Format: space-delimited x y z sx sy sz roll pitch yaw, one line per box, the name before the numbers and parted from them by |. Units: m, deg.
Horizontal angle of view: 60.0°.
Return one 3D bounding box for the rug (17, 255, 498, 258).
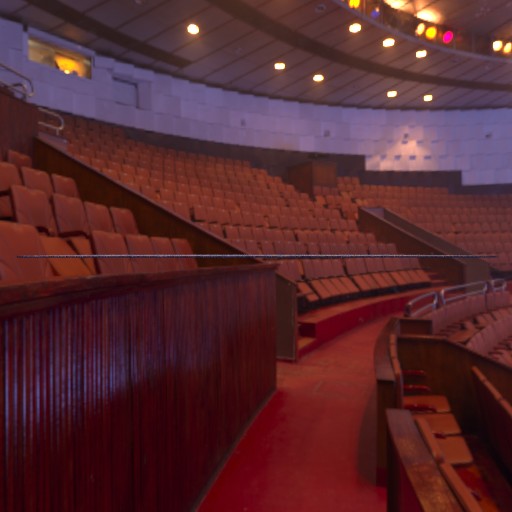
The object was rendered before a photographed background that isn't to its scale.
rug | 0.000 0.000 2.180 1.795 0.008 1.102 0 0 -2
